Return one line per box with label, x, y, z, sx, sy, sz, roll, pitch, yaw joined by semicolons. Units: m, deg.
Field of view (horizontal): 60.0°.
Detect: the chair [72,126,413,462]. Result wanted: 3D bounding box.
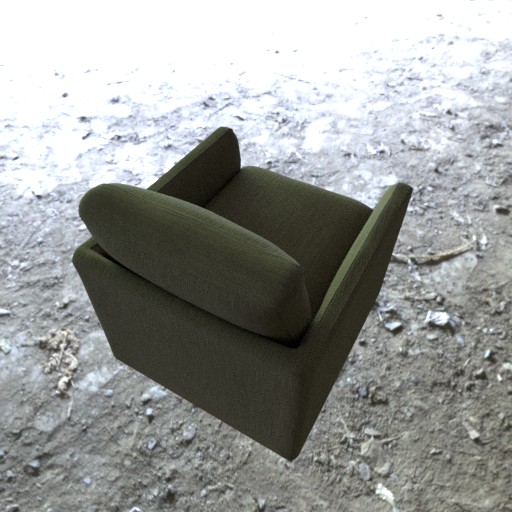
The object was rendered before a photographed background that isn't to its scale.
chair;0.000;0.000;1.486;0.763;0.811;0.834;23;51;20
